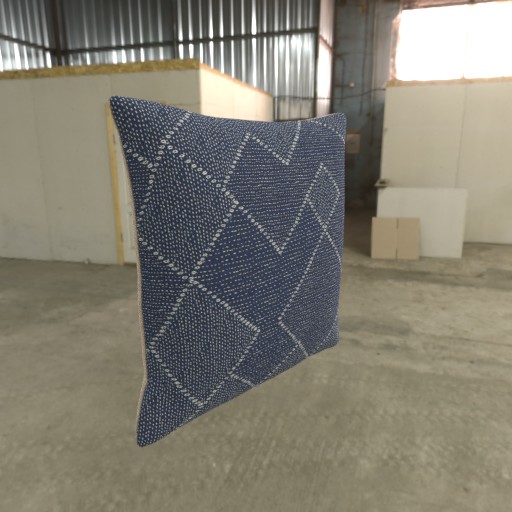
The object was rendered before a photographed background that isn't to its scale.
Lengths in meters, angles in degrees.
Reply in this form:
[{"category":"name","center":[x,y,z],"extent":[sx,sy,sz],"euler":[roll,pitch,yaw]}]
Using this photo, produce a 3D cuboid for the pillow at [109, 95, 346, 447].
[{"category":"pillow","center":[0.000,0.000,0.665],"extent":[0.435,0.428,0.148],"euler":[-14,20,-43]}]
